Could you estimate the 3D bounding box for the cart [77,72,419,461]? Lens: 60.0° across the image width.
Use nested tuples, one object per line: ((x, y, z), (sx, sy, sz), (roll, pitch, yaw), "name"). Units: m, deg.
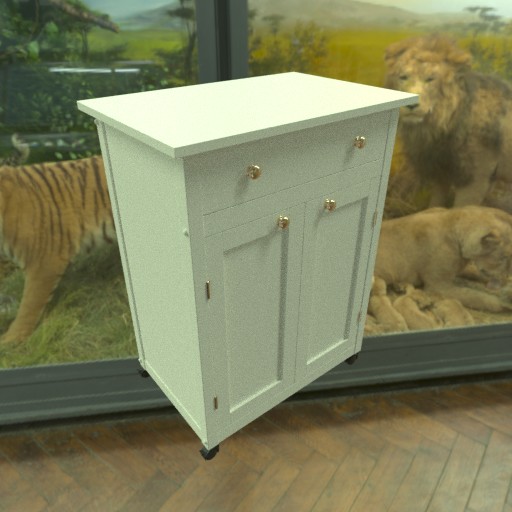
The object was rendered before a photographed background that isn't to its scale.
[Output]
((0.000, 0.000, 1.257), (0.683, 0.864, 0.442), (-22, 38, -32), "cart")
